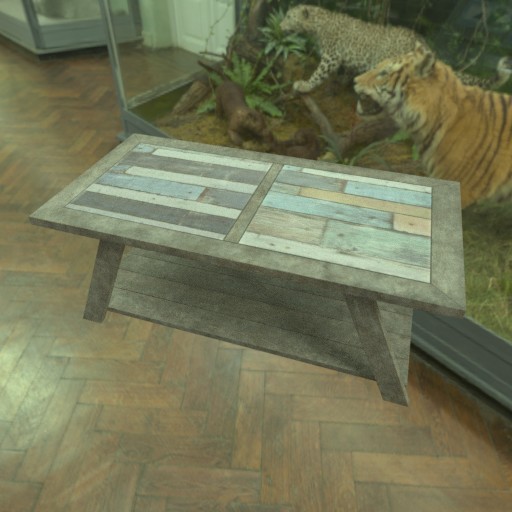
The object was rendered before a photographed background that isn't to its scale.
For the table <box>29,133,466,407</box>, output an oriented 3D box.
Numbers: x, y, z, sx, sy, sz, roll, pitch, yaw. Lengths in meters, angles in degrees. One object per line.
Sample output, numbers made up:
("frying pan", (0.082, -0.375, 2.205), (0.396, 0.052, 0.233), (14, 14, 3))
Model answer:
("table", (0.000, 0.000, 1.539), (1.219, 0.470, 0.610), (12, 41, 14))
